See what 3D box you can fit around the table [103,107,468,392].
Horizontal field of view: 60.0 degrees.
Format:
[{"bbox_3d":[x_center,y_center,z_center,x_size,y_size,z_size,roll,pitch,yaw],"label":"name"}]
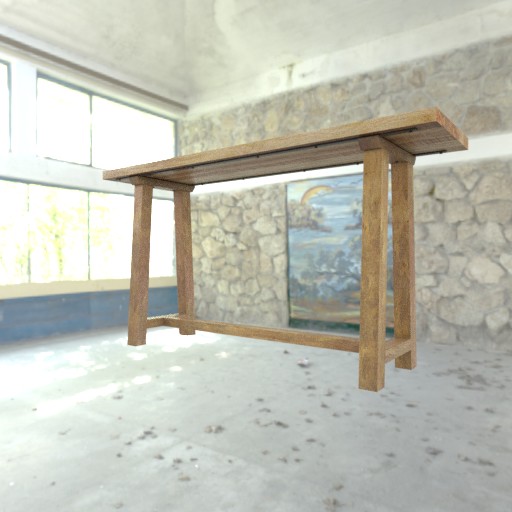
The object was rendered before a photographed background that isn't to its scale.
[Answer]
[{"bbox_3d":[0.000,0.000,1.821,1.524,0.810,0.405,0,0,37],"label":"table"}]
